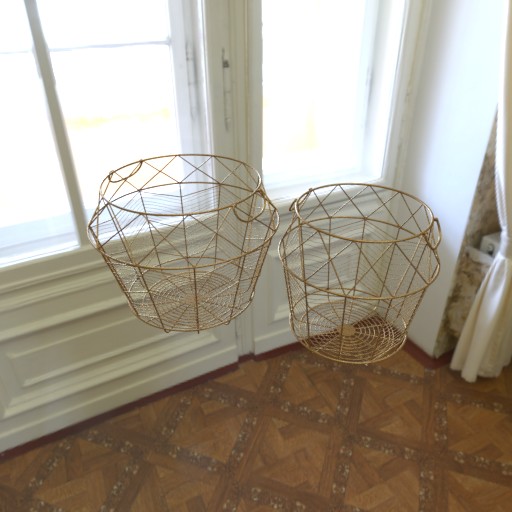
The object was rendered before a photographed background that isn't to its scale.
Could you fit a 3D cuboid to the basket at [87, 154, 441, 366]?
[{"bbox_3d":[0.000,0.000,1.055,0.805,0.343,0.451,10,33,15],"label":"basket"}]
